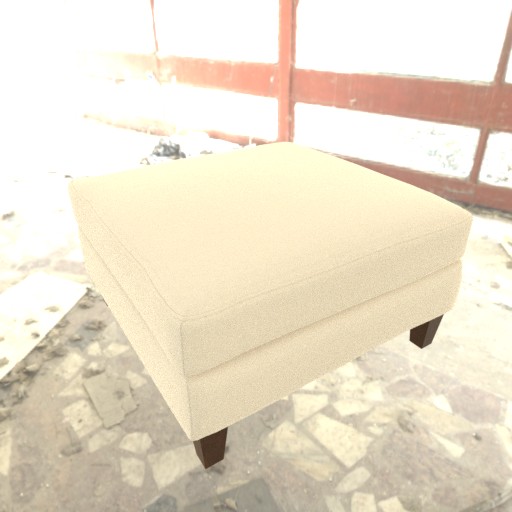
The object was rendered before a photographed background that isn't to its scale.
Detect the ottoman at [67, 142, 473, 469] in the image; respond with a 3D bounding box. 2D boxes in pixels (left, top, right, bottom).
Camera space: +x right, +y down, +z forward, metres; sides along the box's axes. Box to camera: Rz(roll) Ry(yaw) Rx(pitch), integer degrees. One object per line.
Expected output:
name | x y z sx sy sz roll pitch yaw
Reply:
ottoman | 0.000 0.000 1.309 0.838 0.479 0.838 -18 34 -28
